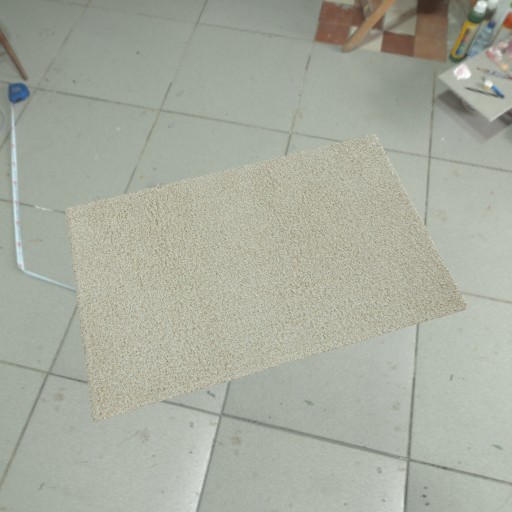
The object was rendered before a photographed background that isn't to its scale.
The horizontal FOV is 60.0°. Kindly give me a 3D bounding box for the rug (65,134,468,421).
[{"bbox_3d":[0.000,0.000,3.054,2.438,0.030,1.524,-15,65,-7],"label":"rug"}]
